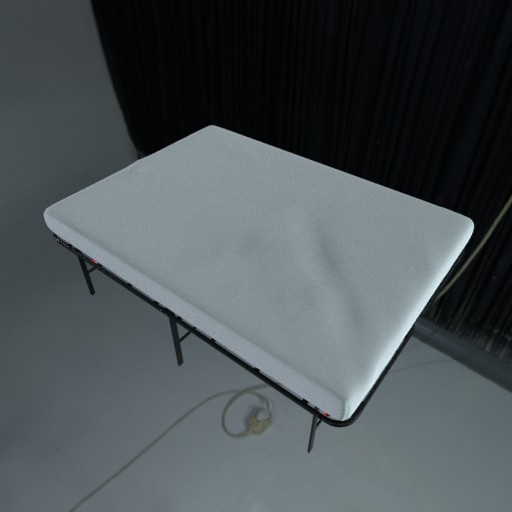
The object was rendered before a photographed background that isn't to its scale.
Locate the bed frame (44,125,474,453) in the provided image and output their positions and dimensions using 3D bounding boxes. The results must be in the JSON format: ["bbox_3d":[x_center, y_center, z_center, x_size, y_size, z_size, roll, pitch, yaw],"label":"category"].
[{"bbox_3d":[0.000,0.000,2.530,1.905,0.637,1.372,27,48,28],"label":"bed frame"}]
